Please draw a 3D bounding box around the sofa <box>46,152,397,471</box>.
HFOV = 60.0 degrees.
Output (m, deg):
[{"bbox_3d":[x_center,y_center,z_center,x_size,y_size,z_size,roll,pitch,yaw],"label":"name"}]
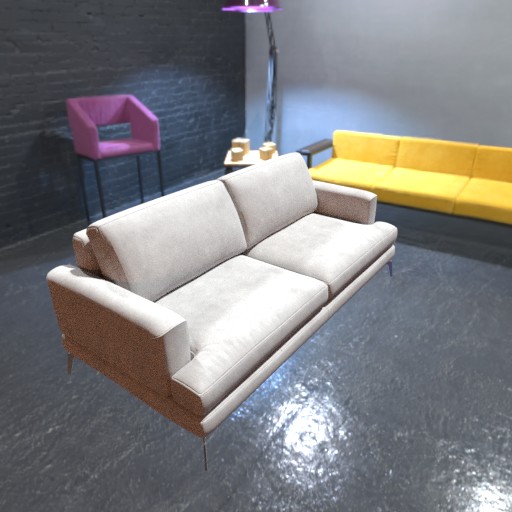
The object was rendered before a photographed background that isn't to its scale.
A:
[{"bbox_3d":[0.000,0.000,2.552,0.980,0.830,2.013,18,32,32],"label":"sofa"}]
